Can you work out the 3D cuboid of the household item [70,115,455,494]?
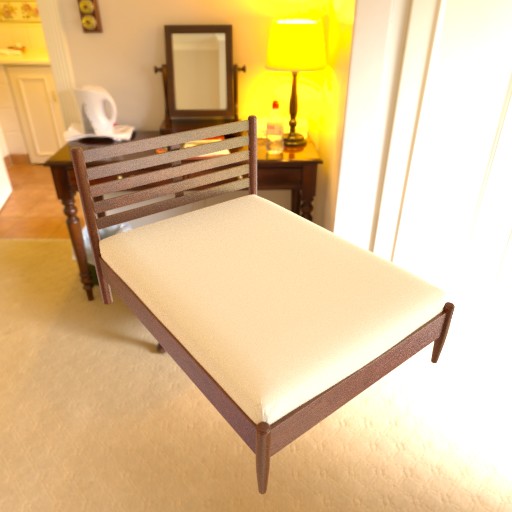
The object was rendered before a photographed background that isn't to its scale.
[{"bbox_3d":[0.000,0.000,3.181,1.663,1.356,2.232,-21,37,-32],"label":"household item"}]
